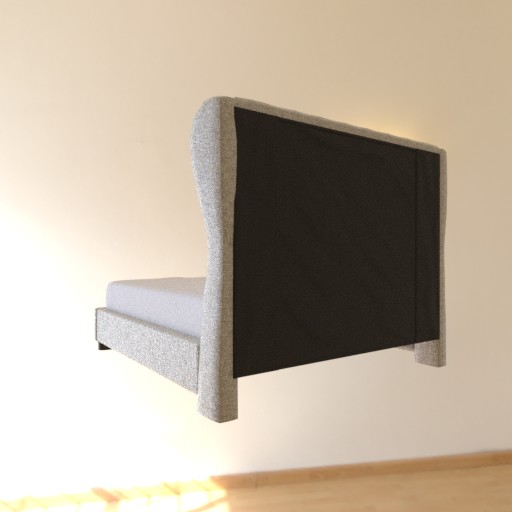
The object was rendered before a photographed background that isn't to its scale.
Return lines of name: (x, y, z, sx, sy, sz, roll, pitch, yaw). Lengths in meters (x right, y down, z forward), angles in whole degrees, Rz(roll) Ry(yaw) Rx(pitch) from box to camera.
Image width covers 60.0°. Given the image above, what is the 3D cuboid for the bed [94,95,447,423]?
bed: (0.000, 0.000, 3.914, 2.219, 1.771, 2.347, 0, 0, -36)
